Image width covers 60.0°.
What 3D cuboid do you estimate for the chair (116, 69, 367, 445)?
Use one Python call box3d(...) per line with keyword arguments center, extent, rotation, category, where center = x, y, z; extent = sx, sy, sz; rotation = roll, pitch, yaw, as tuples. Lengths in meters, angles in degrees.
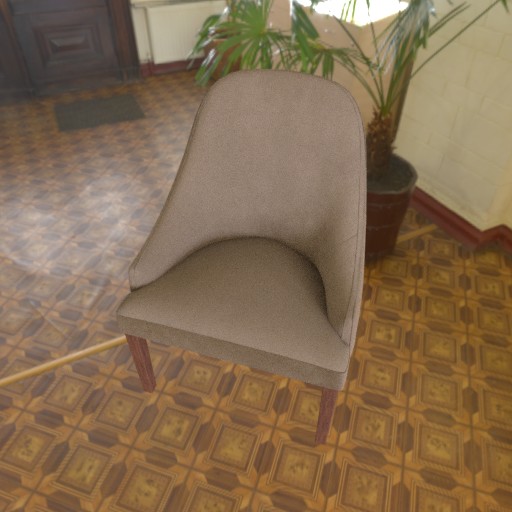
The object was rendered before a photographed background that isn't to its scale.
box3d(center=(0.000, 0.000, 1.292), extent=(0.643, 0.889, 0.575), rotation=(12, 42, 13), category="chair")
